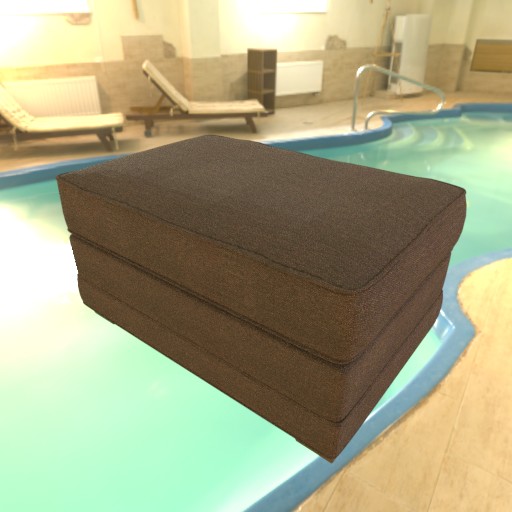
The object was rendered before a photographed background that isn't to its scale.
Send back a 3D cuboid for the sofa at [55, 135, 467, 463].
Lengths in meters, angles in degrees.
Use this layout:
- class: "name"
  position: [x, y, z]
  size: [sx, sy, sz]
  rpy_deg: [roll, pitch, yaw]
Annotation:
- class: "sofa"
  position: [0.000, 0.000, 1.161]
  size: [0.854, 0.457, 0.578]
  rpy_deg: [21, 36, 33]
